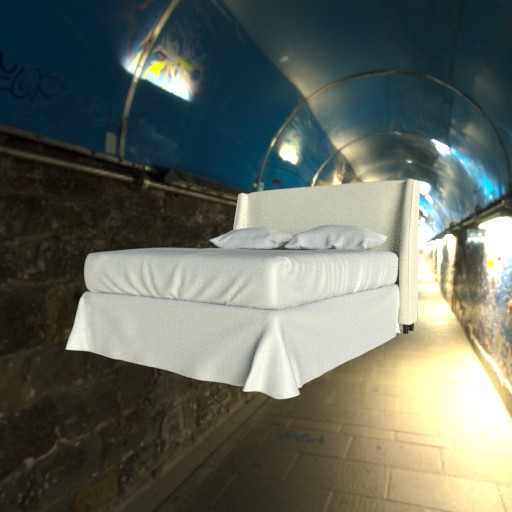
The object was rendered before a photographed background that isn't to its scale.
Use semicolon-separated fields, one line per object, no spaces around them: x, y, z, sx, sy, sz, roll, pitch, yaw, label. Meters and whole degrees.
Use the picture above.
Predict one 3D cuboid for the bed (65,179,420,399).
0.000;0.000;3.511;1.925;1.332;2.276;1;2;36;bed
